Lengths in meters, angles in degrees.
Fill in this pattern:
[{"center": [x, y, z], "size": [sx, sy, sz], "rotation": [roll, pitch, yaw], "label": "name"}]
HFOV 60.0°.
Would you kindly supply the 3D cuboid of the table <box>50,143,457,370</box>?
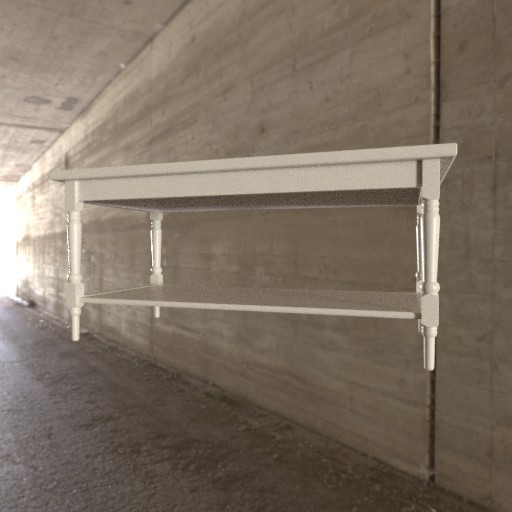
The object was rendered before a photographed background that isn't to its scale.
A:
[{"center": [0.000, 0.000, 1.403], "size": [1.107, 0.510, 0.550], "rotation": [0, 1, 19], "label": "table"}]
